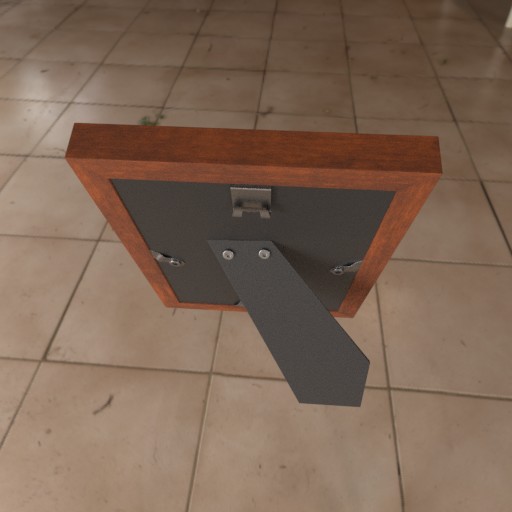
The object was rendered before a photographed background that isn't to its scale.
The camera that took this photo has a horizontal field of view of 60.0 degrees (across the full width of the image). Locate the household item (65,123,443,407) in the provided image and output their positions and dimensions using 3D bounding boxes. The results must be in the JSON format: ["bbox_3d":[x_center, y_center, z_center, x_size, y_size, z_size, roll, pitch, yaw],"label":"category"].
[{"bbox_3d":[0.000,0.000,0.282,0.160,0.204,0.096,3,47,3],"label":"household item"}]
